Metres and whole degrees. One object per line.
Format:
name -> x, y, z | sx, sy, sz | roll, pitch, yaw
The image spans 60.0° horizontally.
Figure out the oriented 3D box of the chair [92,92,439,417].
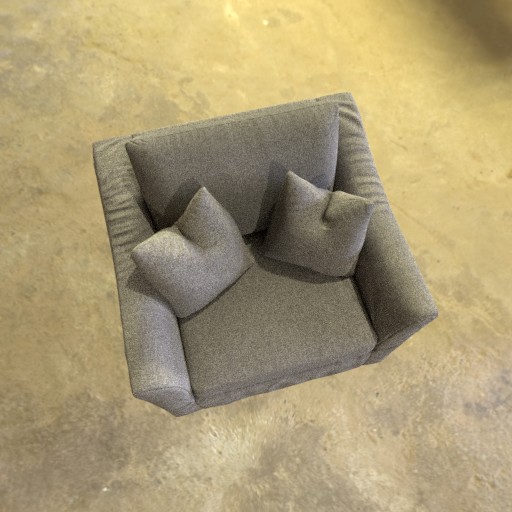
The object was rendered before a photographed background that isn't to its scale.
chair -> 0.000, 0.000, 2.034 | 1.194, 1.059, 1.071 | -13, 64, -6
